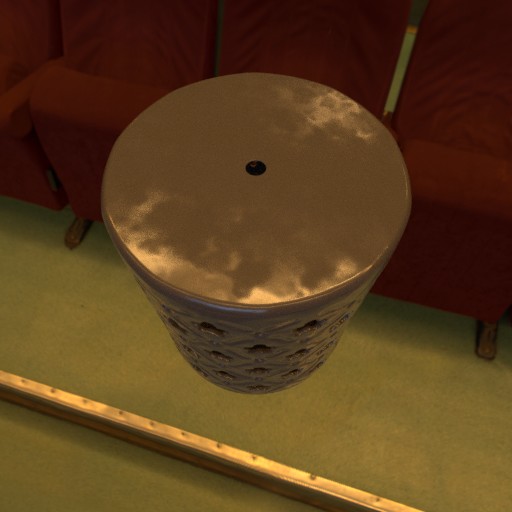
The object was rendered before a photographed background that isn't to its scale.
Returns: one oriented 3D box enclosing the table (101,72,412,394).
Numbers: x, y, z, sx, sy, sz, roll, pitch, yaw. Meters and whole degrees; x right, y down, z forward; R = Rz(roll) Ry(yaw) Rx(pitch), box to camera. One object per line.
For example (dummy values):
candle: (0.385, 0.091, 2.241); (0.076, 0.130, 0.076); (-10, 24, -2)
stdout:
table: (0.000, 0.000, 0.662); (0.352, 0.387, 0.352); (0, 59, 0)
